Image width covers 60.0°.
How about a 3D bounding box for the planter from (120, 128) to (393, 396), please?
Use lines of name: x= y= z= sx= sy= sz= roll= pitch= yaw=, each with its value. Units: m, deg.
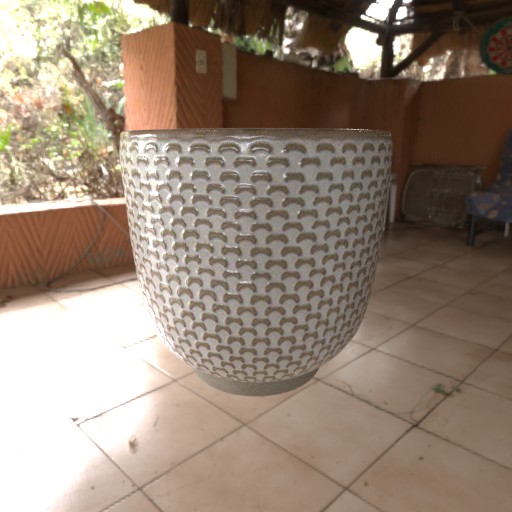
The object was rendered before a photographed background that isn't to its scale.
planter: x=0.000 y=0.000 z=0.353 sx=0.197 sy=0.191 sz=0.197 roll=0 pitch=14 yaw=0
